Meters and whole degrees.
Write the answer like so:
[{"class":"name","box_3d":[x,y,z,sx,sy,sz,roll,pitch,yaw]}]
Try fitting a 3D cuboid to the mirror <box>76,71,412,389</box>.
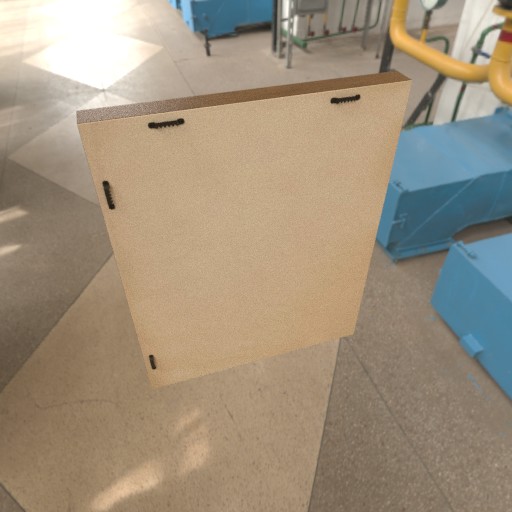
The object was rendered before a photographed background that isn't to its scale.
[{"class":"mirror","box_3d":[0.000,0.000,0.691,0.405,0.508,0.041,-12,43,-13]}]
